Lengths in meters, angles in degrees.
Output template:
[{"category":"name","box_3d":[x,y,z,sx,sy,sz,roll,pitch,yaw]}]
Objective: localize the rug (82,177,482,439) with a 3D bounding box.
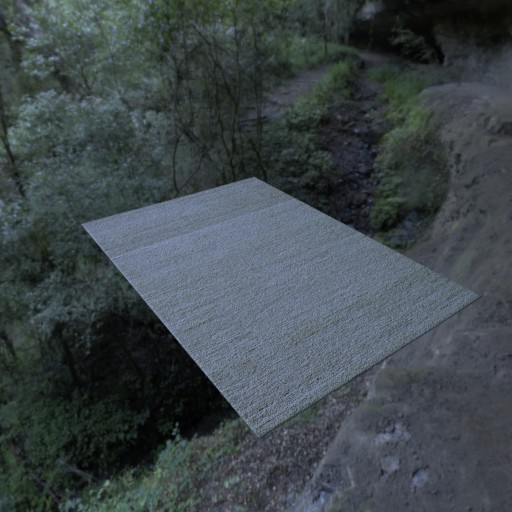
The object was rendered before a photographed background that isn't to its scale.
[{"category":"rug","box_3d":[0.000,0.000,5.125,2.782,0.025,3.935,-21,38,-30]}]
